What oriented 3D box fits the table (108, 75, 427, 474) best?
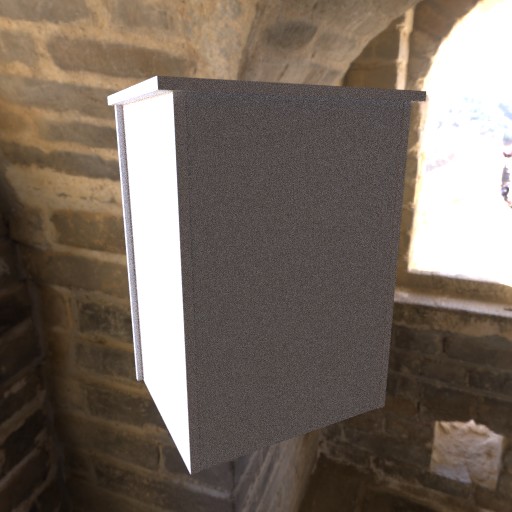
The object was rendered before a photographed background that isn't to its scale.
[{"bbox_3d":[0.000,0.000,0.922,0.480,0.635,0.381,-8,17,-26],"label":"table"}]
